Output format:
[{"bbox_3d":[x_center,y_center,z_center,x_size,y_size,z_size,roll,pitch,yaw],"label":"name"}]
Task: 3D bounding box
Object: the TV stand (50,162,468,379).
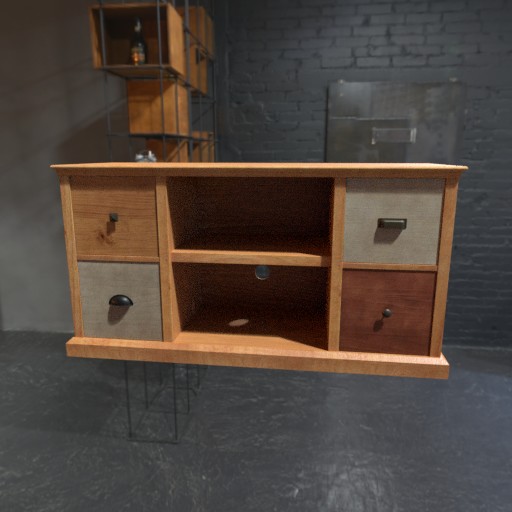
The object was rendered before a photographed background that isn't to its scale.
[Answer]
[{"bbox_3d":[0.000,0.000,1.498,1.181,0.607,0.417,2,13,7],"label":"TV stand"}]
